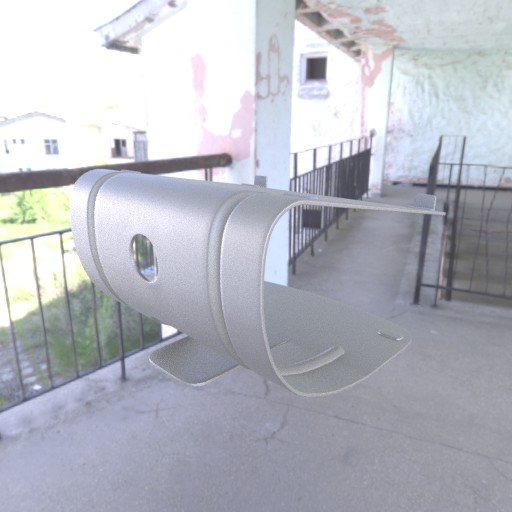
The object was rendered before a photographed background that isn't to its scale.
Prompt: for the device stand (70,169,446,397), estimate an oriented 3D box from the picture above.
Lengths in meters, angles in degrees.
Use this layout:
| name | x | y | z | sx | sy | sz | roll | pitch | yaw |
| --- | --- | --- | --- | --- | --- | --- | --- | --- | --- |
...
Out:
| name | x | y | z | sx | sy | sz | roll | pitch | yaw |
| --- | --- | --- | --- | --- | --- | --- | --- | --- | --- |
| device stand | 0.000 | 0.000 | 0.411 | 0.256 | 0.155 | 0.236 | 16 | 23 | 42 |
